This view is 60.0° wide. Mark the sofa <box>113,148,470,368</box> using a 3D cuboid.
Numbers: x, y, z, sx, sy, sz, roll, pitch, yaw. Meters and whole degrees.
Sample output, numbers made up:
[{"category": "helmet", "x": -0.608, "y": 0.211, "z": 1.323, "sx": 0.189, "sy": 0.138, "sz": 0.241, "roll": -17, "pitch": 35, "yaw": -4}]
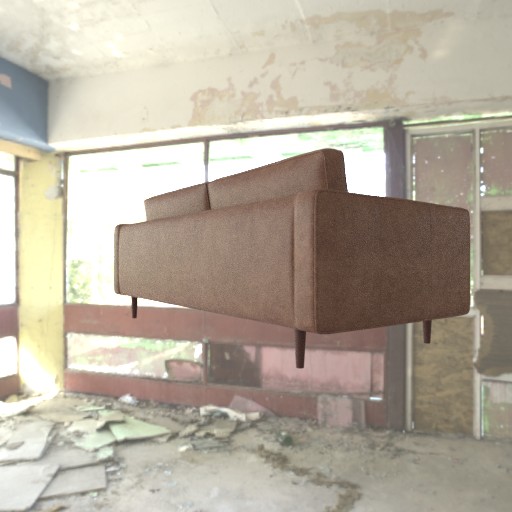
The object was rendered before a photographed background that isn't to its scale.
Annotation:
[{"category": "sofa", "x": 0.000, "y": 0.000, "z": 2.327, "sx": 0.910, "sy": 0.760, "sz": 1.870, "roll": 0, "pitch": 0, "yaw": -36}]
